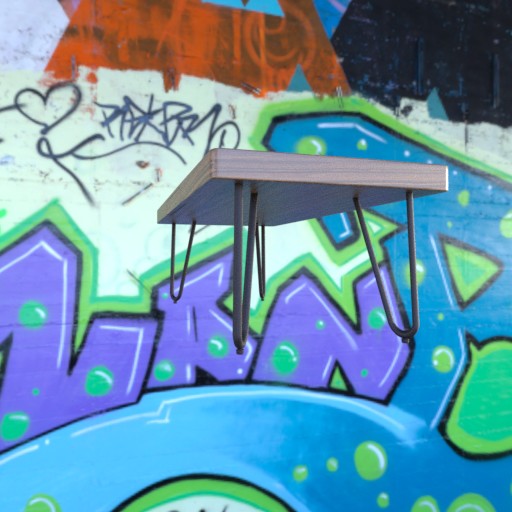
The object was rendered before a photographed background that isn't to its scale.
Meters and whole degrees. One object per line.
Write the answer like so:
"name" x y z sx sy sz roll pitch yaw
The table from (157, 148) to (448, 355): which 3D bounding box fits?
"table" 0.000 0.000 1.710 0.637 0.468 1.375 0 0 -17
